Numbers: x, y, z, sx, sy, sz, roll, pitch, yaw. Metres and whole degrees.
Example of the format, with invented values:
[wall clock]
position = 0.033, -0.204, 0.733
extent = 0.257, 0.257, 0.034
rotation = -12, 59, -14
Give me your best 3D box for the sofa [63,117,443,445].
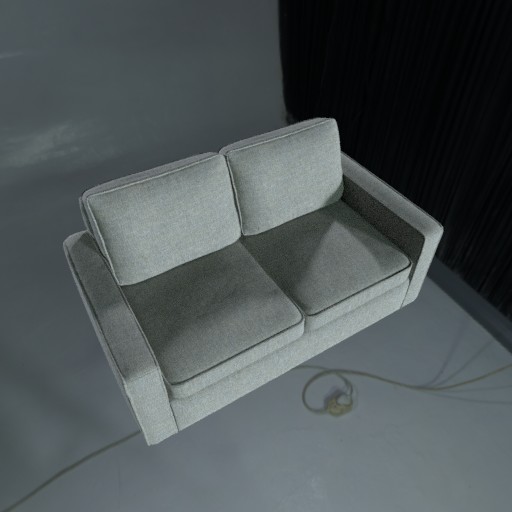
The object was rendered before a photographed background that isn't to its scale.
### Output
[sofa]
position = 0.000, 0.000, 2.295
extent = 1.706, 0.915, 0.945
rotation = -23, 49, -22
